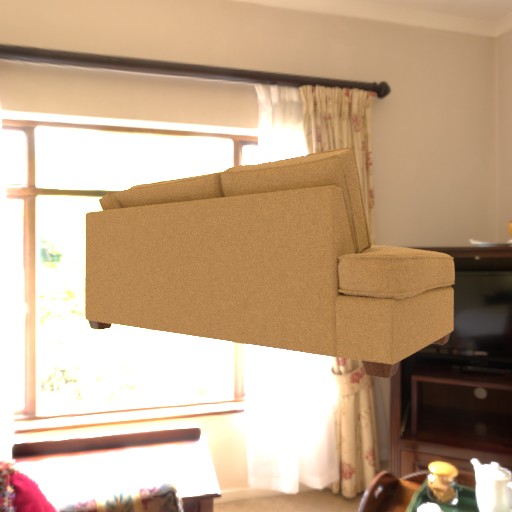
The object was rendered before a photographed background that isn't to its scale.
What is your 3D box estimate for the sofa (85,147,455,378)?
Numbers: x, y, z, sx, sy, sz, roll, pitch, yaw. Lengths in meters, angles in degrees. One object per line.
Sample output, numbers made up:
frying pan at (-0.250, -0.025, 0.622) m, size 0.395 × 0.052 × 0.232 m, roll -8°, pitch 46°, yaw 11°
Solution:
sofa at (0.000, 0.000, 2.894) m, size 2.237 × 1.033 × 1.110 m, roll 0°, pitch 0°, yaw 37°
